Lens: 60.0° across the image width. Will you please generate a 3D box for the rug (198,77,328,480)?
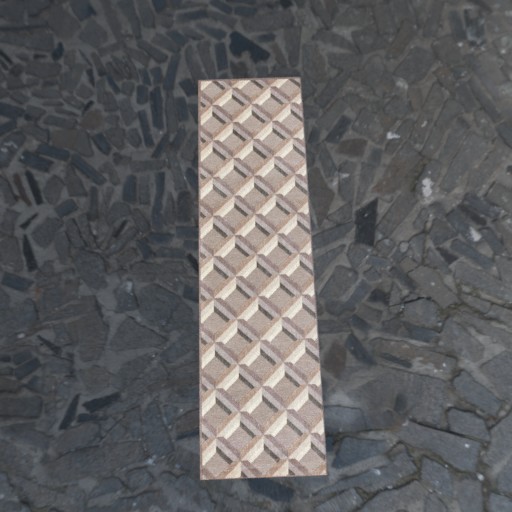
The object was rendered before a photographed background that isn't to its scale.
[{"bbox_3d":[0.000,0.000,2.656,0.685,0.013,2.437,-2,76,0],"label":"rug"}]
